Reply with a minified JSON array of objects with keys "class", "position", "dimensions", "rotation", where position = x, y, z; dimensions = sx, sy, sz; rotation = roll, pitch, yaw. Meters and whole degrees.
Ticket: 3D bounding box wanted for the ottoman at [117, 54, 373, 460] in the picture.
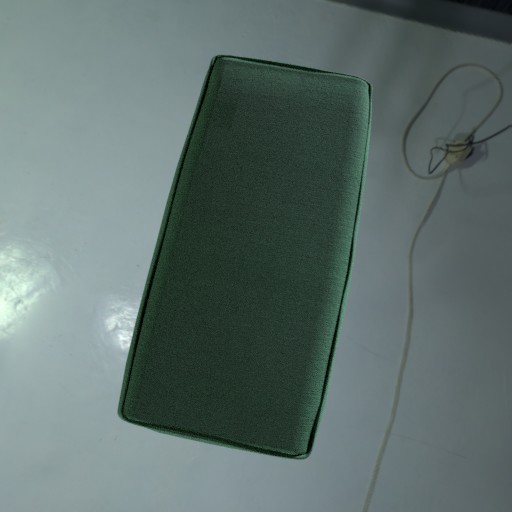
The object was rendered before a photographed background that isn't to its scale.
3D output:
[{"class":"ottoman","position":[0.000,0.000,1.256],"dimensions":[0.483,0.471,0.957],"rotation":[11,77,3]}]
